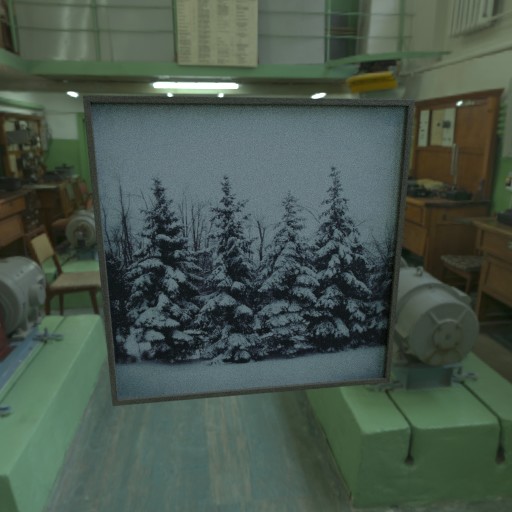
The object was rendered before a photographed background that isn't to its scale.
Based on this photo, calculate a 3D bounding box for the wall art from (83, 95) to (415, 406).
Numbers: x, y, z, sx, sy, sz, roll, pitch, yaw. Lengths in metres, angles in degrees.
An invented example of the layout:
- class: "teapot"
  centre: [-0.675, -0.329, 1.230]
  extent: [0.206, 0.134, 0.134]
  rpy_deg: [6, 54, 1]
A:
- class: "wall art"
  centre: [0.000, 0.000, 0.755]
  extent: [0.507, 0.507, 0.037]
  rpy_deg: [-2, 15, -8]
